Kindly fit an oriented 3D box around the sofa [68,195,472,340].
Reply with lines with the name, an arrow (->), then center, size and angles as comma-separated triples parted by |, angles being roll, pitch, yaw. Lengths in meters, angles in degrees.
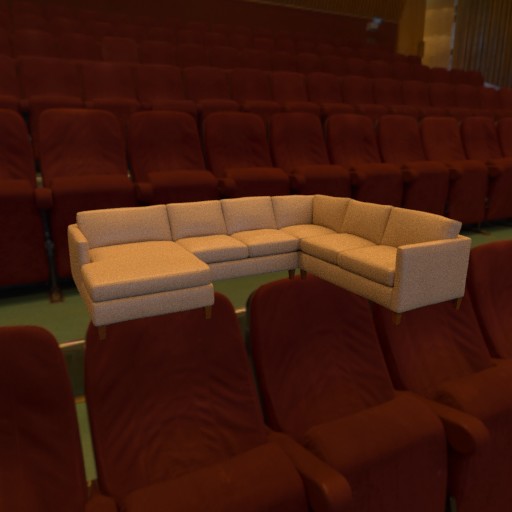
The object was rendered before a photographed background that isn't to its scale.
sofa -> 0.000, 0.000, 4.692 | 3.460, 0.961, 2.594 | -8, 17, -27
